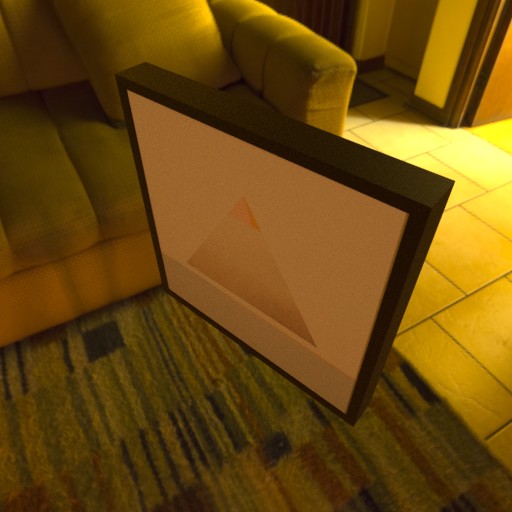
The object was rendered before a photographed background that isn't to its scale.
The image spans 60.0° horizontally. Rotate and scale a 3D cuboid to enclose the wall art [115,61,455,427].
[{"bbox_3d":[0.000,0.000,0.451,0.304,0.303,0.037,30,52,27],"label":"wall art"}]
